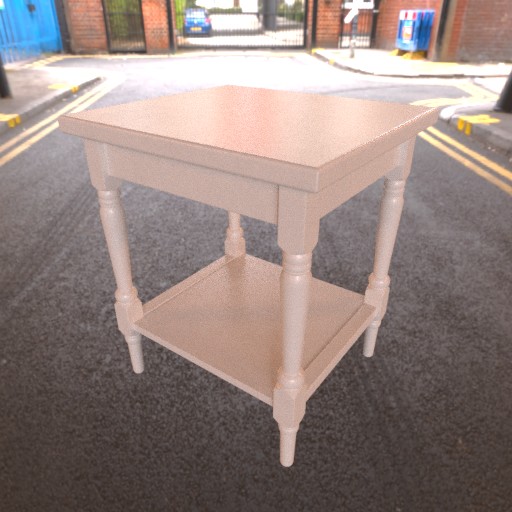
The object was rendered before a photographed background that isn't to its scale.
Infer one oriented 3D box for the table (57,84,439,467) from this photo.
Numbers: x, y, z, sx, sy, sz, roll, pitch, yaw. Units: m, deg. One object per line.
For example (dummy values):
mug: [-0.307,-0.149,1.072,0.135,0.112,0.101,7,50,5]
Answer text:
table: [0.000,0.000,0.893,0.488,0.565,0.442,19,34,31]
